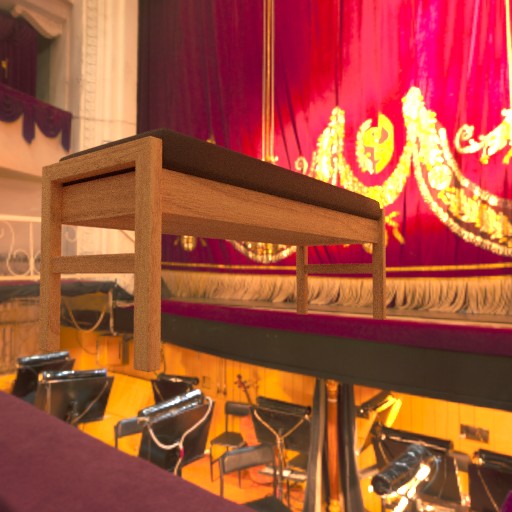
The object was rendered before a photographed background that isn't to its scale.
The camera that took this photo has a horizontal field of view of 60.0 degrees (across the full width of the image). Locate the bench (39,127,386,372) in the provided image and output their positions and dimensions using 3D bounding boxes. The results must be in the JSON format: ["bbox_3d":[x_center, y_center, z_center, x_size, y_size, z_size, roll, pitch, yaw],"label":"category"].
[{"bbox_3d":[0.000,0.000,1.432,0.405,0.480,1.200,-2,-3,37],"label":"bench"}]
